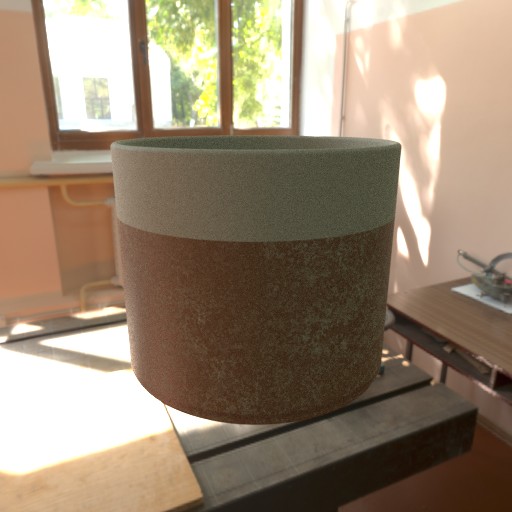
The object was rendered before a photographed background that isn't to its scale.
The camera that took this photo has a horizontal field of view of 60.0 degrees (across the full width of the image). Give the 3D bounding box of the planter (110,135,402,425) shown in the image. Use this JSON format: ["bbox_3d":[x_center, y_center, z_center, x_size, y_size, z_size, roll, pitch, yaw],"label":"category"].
[{"bbox_3d":[0.000,0.000,0.273,0.159,0.138,0.159,0,17,0],"label":"planter"}]
